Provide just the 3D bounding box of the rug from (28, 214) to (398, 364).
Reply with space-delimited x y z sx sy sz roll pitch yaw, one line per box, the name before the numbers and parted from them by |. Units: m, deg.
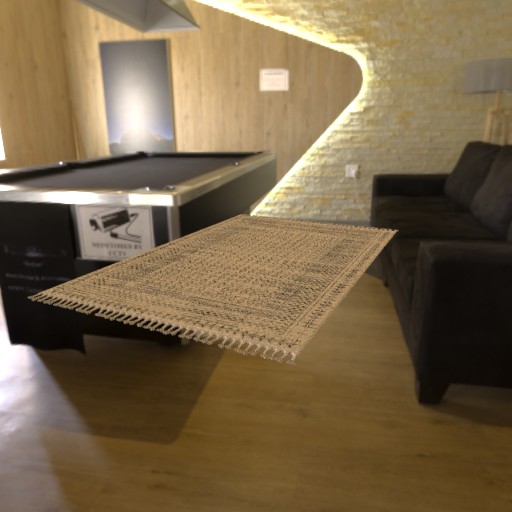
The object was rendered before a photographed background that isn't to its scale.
rug | 0.000 0.000 3.112 1.548 0.013 2.486 8 19 25
